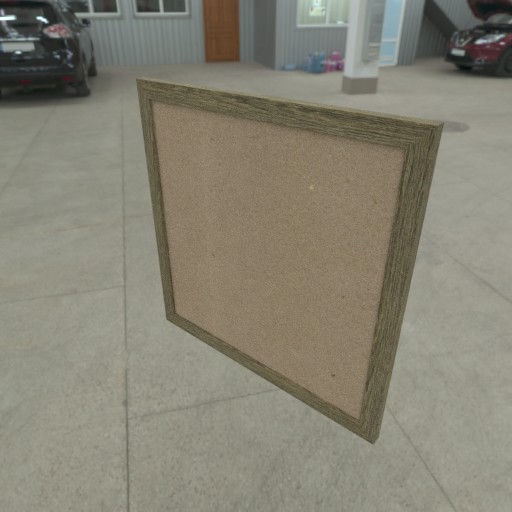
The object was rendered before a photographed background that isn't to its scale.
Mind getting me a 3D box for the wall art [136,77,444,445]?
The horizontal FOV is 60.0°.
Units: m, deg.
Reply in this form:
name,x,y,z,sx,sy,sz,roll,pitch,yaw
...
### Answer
name,x,y,z,sx,sy,sz,roll,pitch,yaw
wall art,0.000,0.000,0.735,0.508,0.508,0.019,22,37,34
